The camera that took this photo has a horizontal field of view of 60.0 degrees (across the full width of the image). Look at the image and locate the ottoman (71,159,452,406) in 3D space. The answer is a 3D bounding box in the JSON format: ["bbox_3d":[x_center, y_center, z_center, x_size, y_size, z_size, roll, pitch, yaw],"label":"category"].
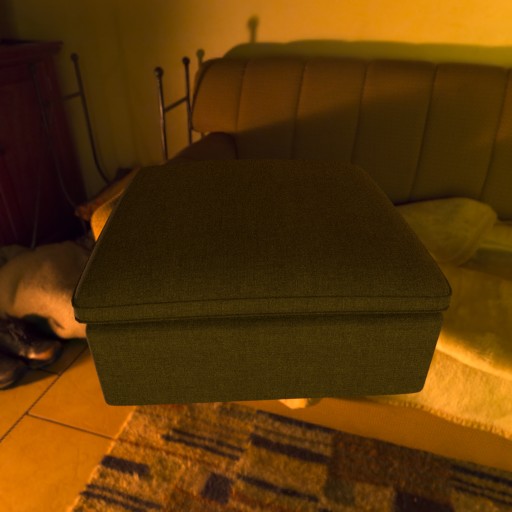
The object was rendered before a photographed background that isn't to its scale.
[{"bbox_3d":[0.000,0.000,1.720,1.067,0.559,1.067,-2,31,-3],"label":"ottoman"}]
